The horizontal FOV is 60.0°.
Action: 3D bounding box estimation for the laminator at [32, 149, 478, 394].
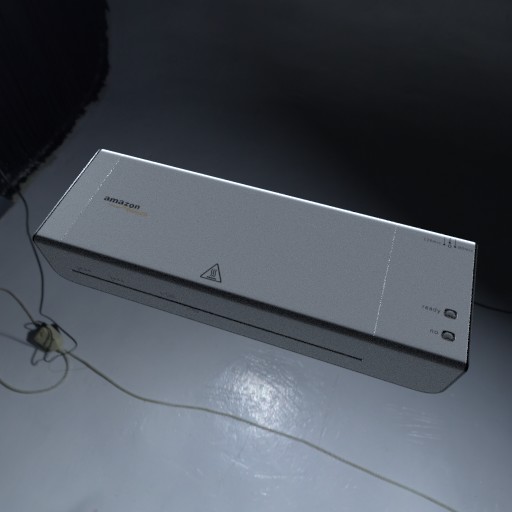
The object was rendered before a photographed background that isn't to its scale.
[{"bbox_3d":[0.000,0.000,0.382,0.340,0.062,0.123,16,57,10],"label":"laminator"}]
